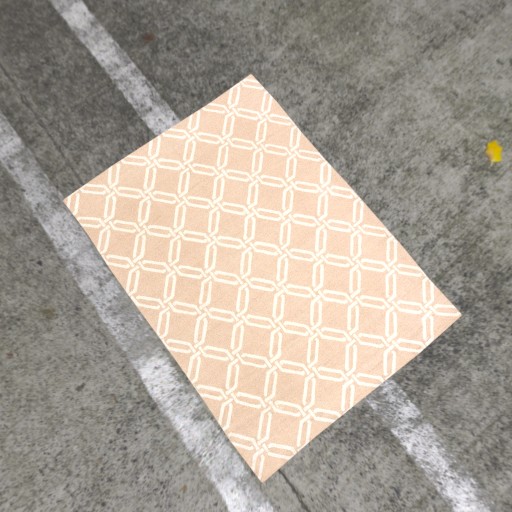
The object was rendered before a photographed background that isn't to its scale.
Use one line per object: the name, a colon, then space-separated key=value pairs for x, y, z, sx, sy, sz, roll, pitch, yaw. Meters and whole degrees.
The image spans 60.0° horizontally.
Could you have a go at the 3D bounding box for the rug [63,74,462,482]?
rug: x=0.000 y=0.000 z=4.391 sx=2.452 sy=0.020 sz=3.365 roll=-37 pitch=79 yaw=-8
